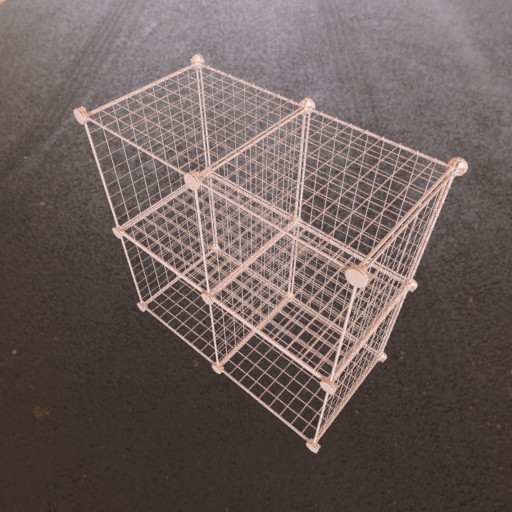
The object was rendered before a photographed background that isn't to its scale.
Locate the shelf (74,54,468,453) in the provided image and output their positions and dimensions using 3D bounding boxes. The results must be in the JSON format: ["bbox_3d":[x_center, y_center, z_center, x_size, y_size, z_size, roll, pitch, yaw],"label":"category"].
[{"bbox_3d":[0.000,0.000,1.124,0.711,0.711,0.356,32,55,26],"label":"shelf"}]
